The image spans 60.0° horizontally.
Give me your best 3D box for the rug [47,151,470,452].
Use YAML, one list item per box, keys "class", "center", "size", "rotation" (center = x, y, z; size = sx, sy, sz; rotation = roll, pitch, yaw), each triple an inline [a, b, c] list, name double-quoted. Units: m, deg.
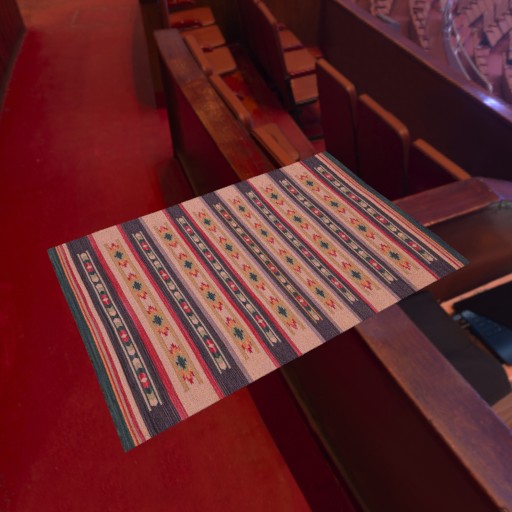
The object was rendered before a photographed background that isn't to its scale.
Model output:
- class: "rug"
  center: [0.000, 0.000, 2.885]
  size: [2.311, 0.010, 1.522]
  rotation: [-23, 50, -21]
